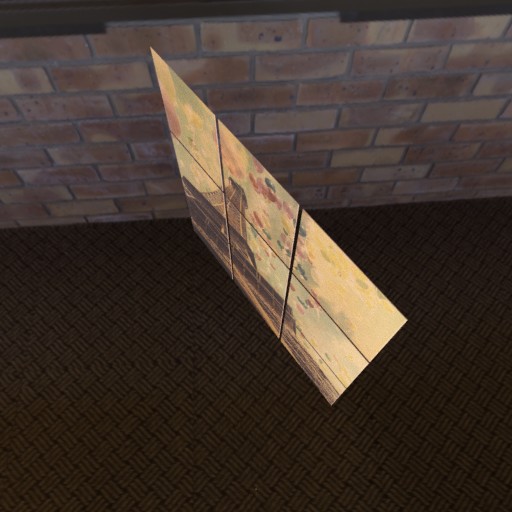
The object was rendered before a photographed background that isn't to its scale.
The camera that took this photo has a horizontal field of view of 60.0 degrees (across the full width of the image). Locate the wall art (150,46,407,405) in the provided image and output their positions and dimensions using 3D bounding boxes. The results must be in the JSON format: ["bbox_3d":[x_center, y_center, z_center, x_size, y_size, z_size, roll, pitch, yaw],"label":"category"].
[{"bbox_3d":[0.000,0.000,2.268,0.002,1.505,1.517,-33,67,-16],"label":"wall art"}]
